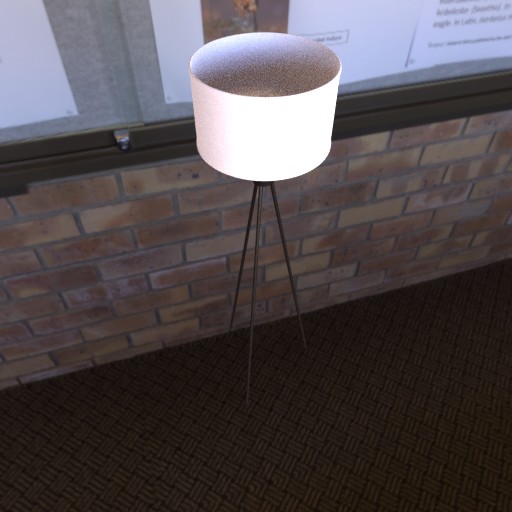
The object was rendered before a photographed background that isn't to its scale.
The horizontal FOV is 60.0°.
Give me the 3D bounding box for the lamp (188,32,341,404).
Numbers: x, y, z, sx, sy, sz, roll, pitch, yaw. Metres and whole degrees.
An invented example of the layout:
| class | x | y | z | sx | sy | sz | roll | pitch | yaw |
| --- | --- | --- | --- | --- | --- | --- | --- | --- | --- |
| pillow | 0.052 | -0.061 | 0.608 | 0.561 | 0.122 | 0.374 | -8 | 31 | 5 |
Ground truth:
| class | x | y | z | sx | sy | sz | roll | pitch | yaw |
| --- | --- | --- | --- | --- | --- | --- | --- | --- | --- |
| lamp | 0.000 | 0.000 | 1.757 | 0.458 | 1.545 | 0.448 | 32 | 55 | 27 |
